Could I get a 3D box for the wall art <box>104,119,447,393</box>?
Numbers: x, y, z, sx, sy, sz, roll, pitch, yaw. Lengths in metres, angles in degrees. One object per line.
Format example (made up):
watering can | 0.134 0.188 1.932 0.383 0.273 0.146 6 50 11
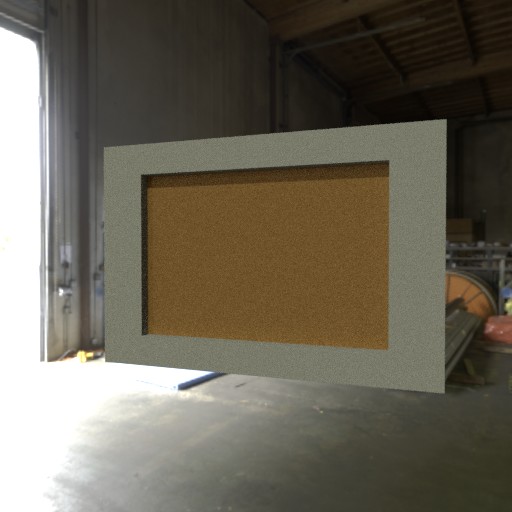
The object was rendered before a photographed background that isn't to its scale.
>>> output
wall art | 0.000 0.000 1.150 0.906 0.617 0.033 0 1 18
